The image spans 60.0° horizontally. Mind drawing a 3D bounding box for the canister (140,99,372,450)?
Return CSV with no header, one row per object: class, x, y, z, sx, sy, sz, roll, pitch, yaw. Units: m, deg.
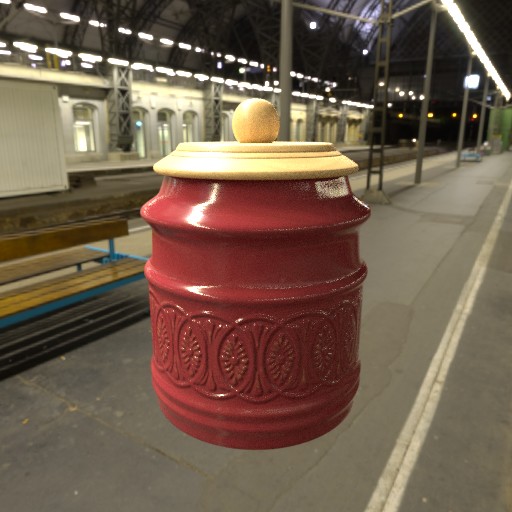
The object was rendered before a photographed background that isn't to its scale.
canister,0.000,0.000,0.263,0.130,0.176,0.130,0,15,0
